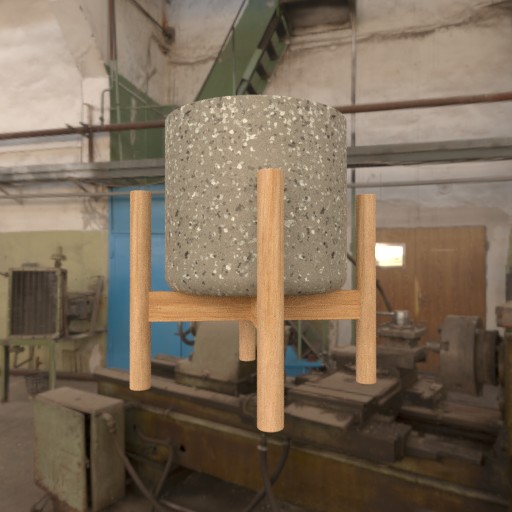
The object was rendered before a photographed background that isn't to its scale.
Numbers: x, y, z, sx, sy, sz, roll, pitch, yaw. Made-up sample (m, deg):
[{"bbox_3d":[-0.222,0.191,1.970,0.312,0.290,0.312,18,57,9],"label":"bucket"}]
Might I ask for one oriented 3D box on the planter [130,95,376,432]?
[{"bbox_3d":[0.000,0.000,0.552,0.284,0.320,0.284,0,-1,17],"label":"planter"}]
